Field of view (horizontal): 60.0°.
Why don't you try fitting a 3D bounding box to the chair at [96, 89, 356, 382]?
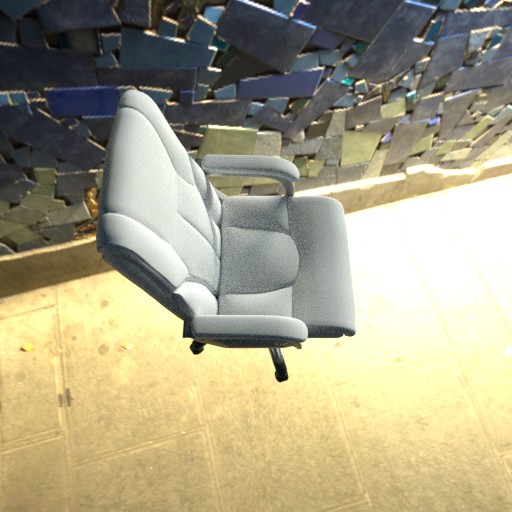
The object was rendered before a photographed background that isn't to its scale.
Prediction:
[{"bbox_3d":[0.000,0.000,1.562,0.738,1.120,0.687,0,64,0],"label":"chair"}]
